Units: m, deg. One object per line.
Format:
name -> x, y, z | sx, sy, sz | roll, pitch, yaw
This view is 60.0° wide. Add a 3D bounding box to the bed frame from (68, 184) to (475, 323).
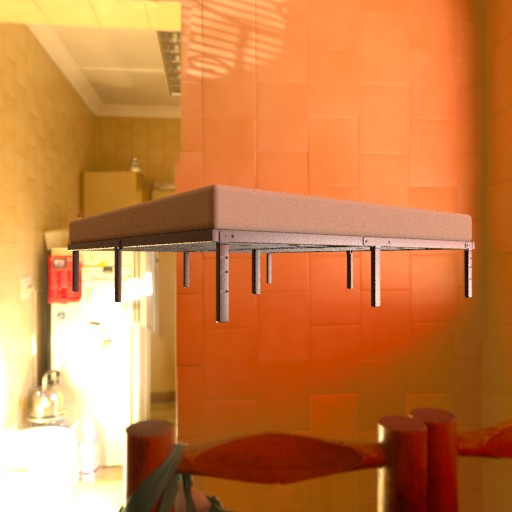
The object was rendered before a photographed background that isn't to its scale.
bed frame -> 0.000, 0.000, 3.927 | 2.526, 0.680, 2.635 | 0, -1, -37
